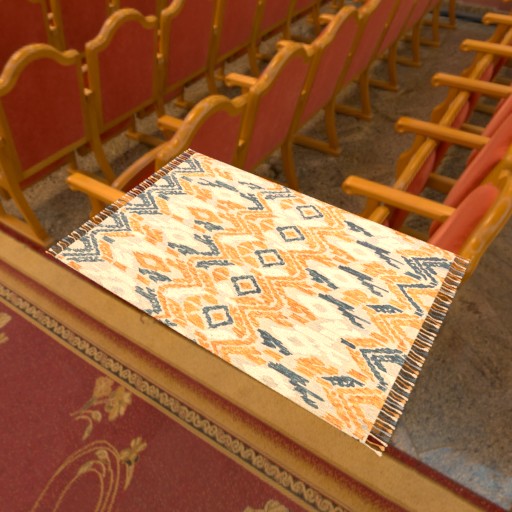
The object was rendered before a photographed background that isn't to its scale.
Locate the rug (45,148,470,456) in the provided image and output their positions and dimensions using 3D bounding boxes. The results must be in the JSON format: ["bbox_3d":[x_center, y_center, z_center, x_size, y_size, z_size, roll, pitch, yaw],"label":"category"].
[{"bbox_3d":[0.000,0.000,2.977,2.428,0.010,1.533,26,51,23],"label":"rug"}]
